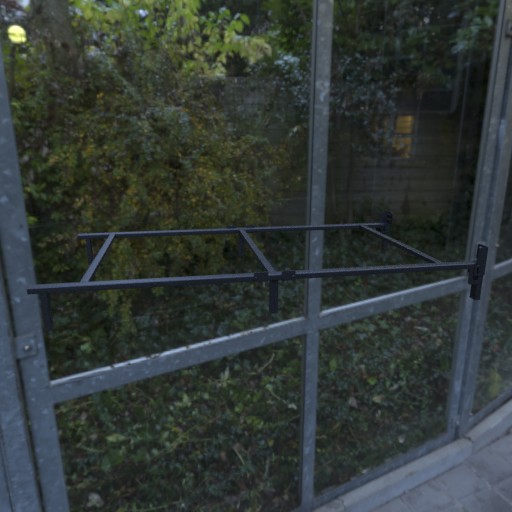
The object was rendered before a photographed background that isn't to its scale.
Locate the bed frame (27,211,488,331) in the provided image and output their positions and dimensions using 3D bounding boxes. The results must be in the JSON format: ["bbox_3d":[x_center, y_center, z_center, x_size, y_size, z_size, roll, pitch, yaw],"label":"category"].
[{"bbox_3d":[0.000,0.000,2.267,1.897,0.248,0.968,-3,16,-10],"label":"bed frame"}]
